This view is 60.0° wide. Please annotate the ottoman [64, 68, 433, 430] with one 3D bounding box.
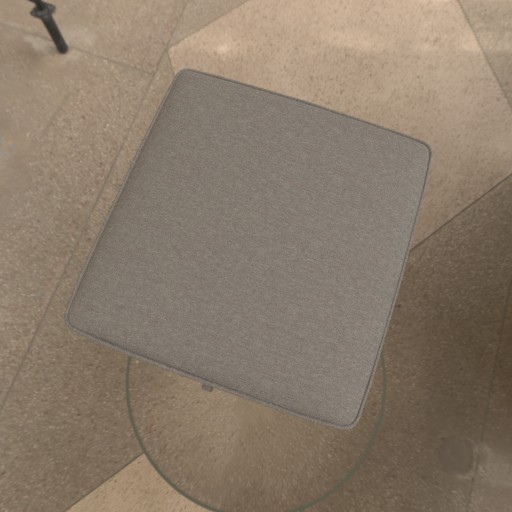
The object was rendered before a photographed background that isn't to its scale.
[{"bbox_3d":[0.000,0.000,1.408,0.808,0.612,0.871,19,76,5],"label":"ottoman"}]
